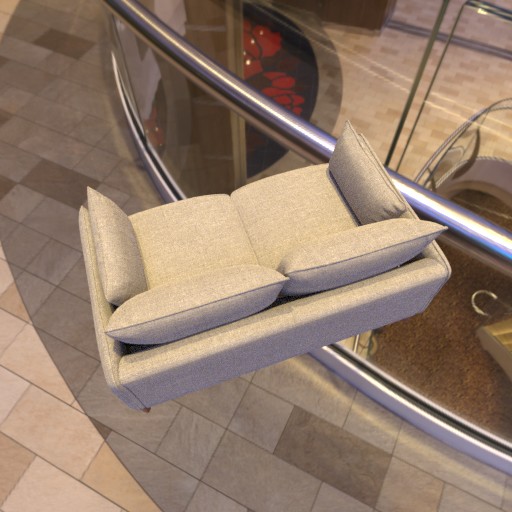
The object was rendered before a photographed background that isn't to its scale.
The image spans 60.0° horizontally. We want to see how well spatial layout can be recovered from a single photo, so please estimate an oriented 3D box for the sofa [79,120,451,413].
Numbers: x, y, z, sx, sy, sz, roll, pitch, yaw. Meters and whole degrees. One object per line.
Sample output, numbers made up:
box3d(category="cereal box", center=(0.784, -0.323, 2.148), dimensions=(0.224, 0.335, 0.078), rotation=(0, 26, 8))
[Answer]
box3d(category="sofa", center=(0.000, 0.000, 2.197), dimensions=(1.580, 0.851, 0.972), rotation=(-17, 60, -10))
